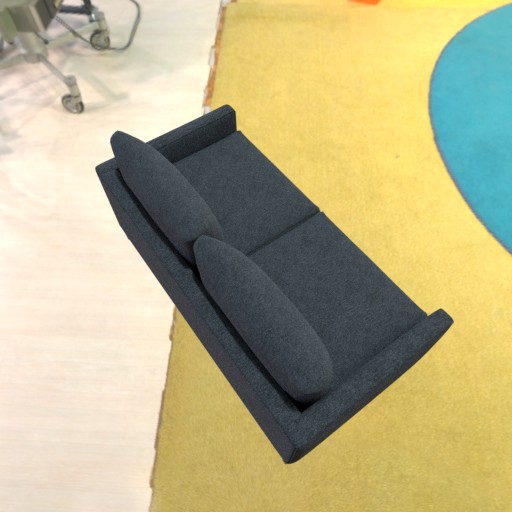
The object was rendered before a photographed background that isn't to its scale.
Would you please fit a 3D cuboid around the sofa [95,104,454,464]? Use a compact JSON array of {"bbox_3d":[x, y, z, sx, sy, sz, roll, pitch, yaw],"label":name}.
[{"bbox_3d":[0.000,0.000,2.232,0.866,0.862,1.716,-32,63,-18],"label":"sofa"}]
